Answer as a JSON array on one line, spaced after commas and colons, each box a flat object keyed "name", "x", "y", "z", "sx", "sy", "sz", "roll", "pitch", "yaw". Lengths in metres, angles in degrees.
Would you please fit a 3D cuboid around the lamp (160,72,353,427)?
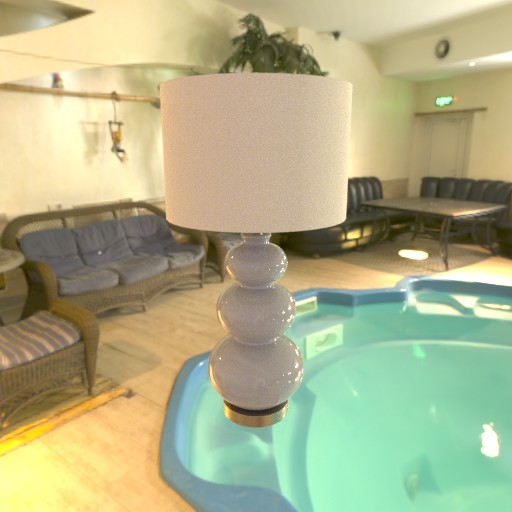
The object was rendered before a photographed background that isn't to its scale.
[{"name": "lamp", "x": 0.000, "y": 0.000, "z": 0.944, "sx": 0.367, "sy": 0.730, "sz": 0.367, "roll": 13, "pitch": 19, "yaw": 43}]
